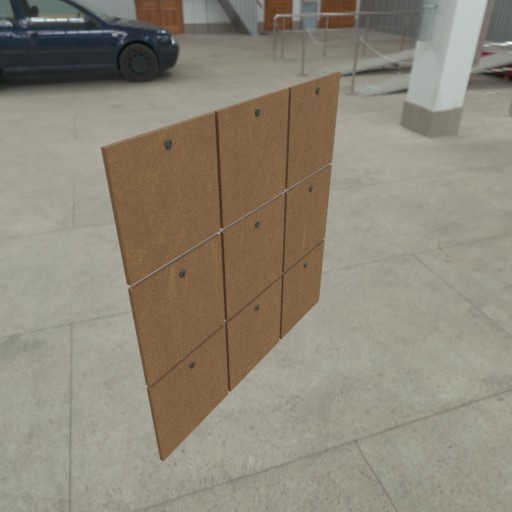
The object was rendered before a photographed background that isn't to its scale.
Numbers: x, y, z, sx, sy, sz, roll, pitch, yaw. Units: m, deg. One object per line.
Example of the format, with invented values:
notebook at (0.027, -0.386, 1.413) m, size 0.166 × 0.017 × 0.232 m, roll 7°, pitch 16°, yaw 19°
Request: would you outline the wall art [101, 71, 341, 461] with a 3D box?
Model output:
wall art at (0.000, 0.000, 1.334) m, size 0.018 × 0.913 × 0.915 m, roll 21°, pitch 38°, yaw 30°
